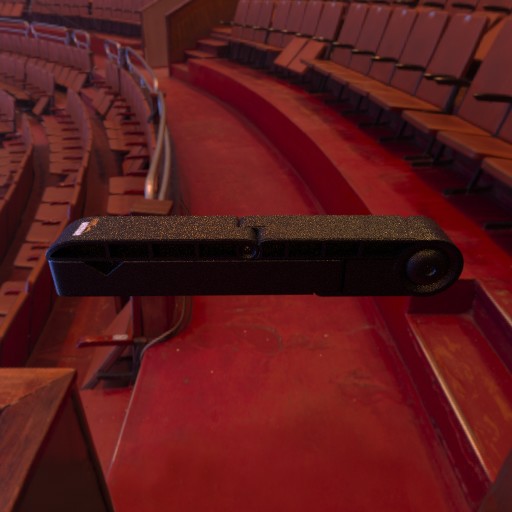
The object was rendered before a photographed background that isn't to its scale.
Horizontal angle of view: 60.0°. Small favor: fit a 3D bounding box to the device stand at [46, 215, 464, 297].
[{"bbox_3d":[0.000,0.000,0.201,0.179,0.030,0.026,0,30,-1],"label":"device stand"}]
